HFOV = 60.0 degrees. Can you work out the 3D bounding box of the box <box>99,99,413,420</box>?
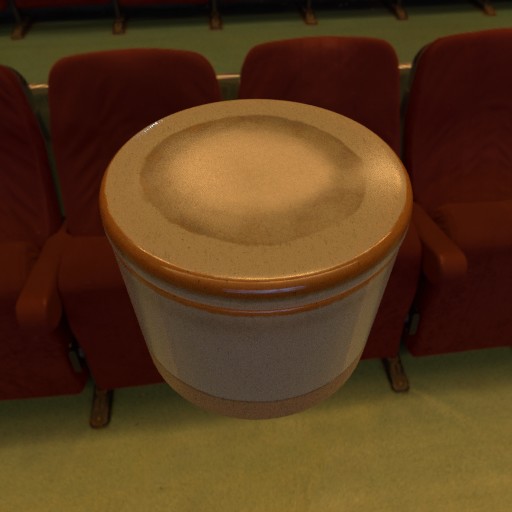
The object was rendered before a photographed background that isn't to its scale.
[{"bbox_3d":[0.000,0.000,0.210,0.123,0.100,0.123,0,46,0],"label":"box"}]
